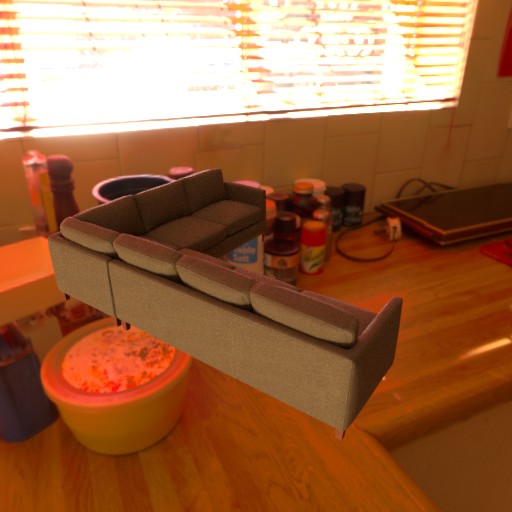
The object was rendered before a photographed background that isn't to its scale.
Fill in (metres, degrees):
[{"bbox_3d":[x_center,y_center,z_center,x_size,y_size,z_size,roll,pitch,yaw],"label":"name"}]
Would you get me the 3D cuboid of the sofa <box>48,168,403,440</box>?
[{"bbox_3d":[0.000,0.000,4.558,3.302,0.947,2.593,17,31,31],"label":"sofa"}]
